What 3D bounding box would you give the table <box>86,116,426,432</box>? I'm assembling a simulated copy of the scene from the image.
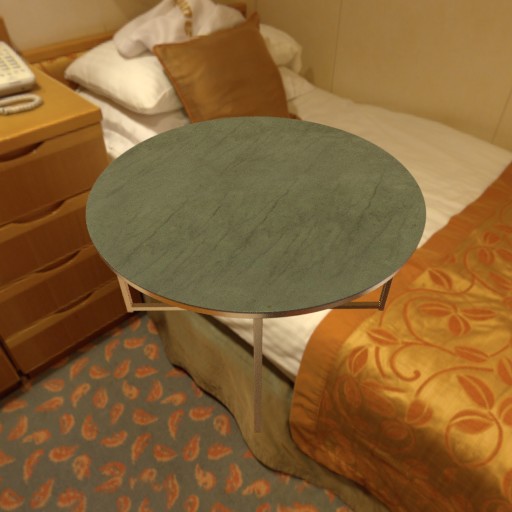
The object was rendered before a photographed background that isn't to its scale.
[{"bbox_3d":[0.000,0.000,1.233,0.800,0.450,0.800,0,42,0],"label":"table"}]
